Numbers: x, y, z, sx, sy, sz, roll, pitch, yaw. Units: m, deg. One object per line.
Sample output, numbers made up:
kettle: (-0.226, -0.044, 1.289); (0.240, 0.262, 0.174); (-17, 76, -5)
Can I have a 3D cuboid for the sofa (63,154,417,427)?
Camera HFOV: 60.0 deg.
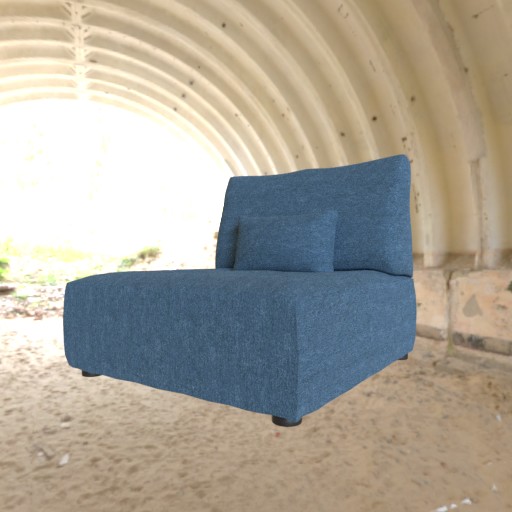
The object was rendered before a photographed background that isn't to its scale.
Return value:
sofa: (0.000, 0.000, 1.674); (0.930, 0.820, 1.000); (0, 0, 35)
